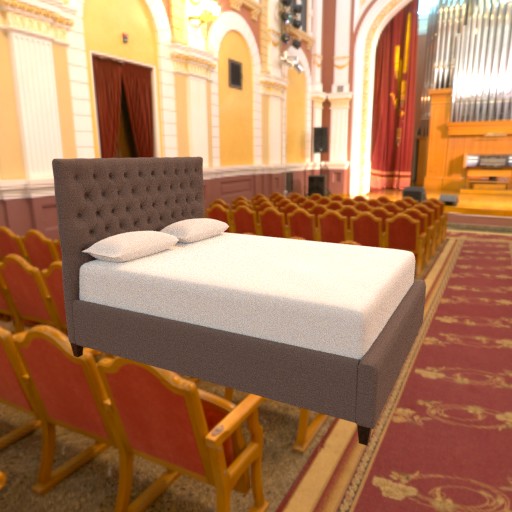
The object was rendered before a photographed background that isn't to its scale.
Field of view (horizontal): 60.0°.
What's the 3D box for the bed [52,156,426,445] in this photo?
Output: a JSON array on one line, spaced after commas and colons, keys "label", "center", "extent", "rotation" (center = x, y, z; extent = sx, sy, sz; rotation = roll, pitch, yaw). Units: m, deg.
[{"label": "bed", "center": [0.000, 0.000, 3.307], "extent": [2.233, 1.426, 1.696], "rotation": [7, 15, 27]}]
